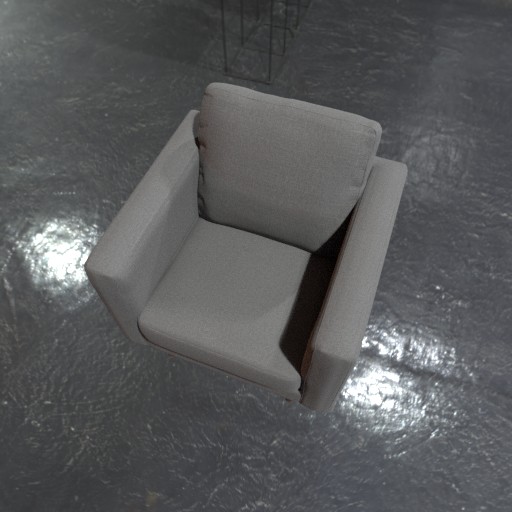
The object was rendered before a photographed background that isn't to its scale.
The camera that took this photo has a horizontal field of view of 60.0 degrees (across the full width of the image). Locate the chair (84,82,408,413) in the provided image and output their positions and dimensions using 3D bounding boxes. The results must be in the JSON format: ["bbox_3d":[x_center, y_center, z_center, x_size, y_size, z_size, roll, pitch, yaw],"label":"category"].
[{"bbox_3d":[0.000,0.000,1.617,0.854,0.927,0.800,18,58,11],"label":"chair"}]
